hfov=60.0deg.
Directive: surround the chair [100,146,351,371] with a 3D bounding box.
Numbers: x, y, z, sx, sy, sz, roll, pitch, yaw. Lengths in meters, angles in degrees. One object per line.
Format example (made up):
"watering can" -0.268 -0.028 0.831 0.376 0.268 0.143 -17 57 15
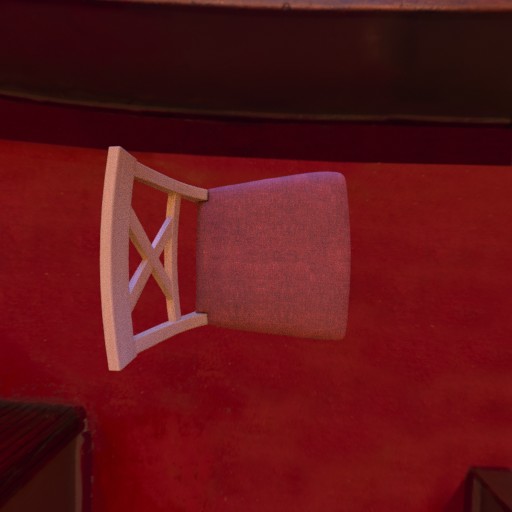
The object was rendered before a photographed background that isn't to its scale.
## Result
"chair" 0.000 0.000 1.178 0.492 0.912 0.439 0 90 2
